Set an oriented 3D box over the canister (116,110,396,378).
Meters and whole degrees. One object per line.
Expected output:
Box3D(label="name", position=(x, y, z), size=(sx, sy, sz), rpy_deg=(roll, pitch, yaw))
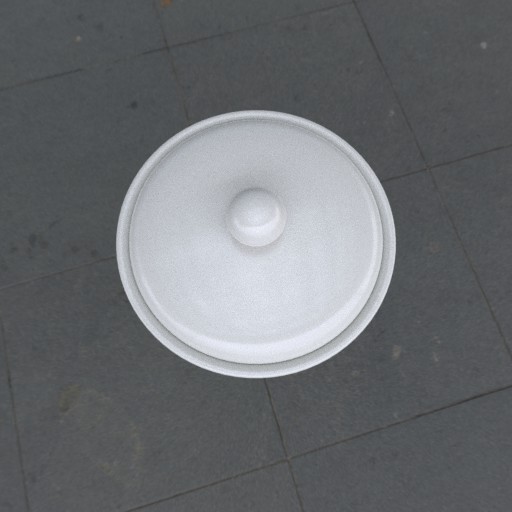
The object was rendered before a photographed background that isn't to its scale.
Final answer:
Box3D(label="canister", position=(0.000, 0.000, 0.345), size=(0.182, 0.208, 0.182), rpy_deg=(0, 75, 0))
